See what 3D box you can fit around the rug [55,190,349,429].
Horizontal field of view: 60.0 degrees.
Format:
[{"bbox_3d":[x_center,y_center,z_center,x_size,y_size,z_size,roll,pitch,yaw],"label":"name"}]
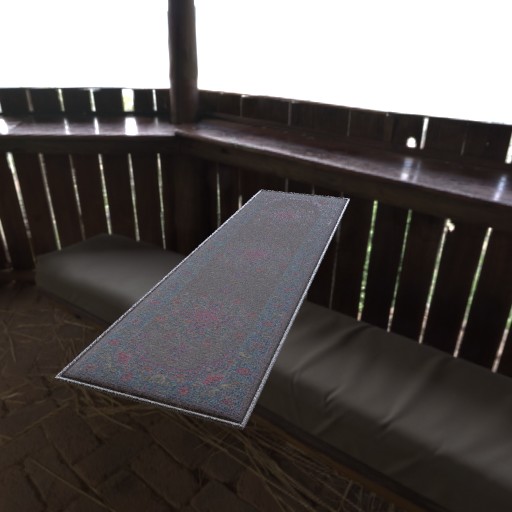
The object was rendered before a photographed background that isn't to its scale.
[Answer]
[{"bbox_3d":[0.000,0.000,1.913,0.553,0.012,1.827,8,27,17],"label":"rug"}]
